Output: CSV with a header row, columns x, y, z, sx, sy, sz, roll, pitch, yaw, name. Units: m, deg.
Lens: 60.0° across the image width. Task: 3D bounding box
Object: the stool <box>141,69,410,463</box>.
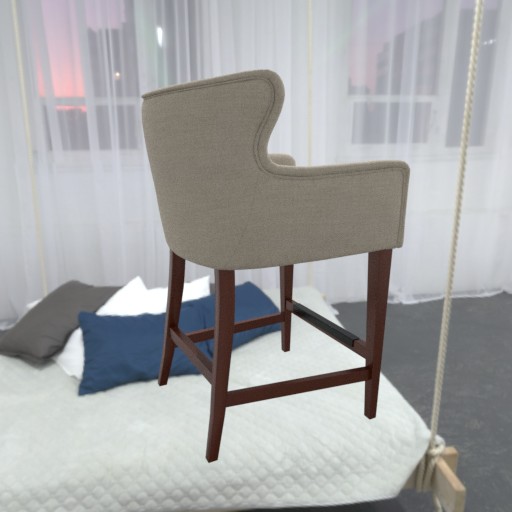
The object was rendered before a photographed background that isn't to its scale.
x,y,z,sx,sy,sz,roll,pitch,yaw,name
0.000,0.000,1.368,0.637,0.987,0.615,-8,16,-27,stool
